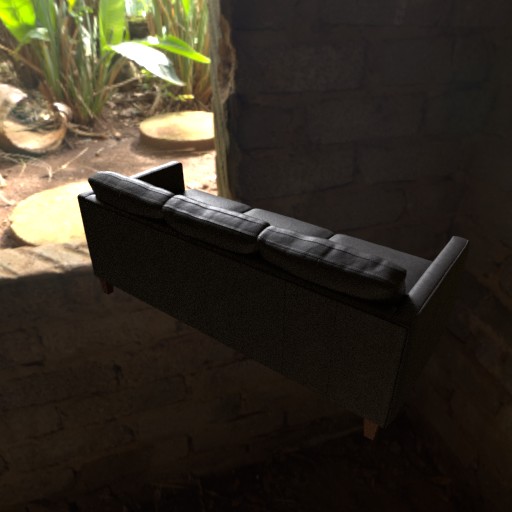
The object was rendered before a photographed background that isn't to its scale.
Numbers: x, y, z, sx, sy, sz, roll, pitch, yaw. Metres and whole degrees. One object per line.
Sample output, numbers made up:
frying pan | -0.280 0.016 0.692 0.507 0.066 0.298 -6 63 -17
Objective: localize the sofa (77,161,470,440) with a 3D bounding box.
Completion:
sofa | 0.000 0.000 3.038 2.464 1.006 1.045 21 36 31
